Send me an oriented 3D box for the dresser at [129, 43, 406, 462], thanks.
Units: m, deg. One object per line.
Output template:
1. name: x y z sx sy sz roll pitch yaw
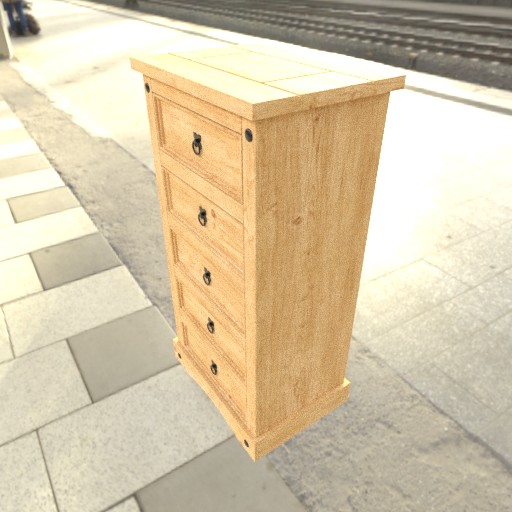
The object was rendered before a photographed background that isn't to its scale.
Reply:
1. dresser: 0.000 0.000 1.294 0.390 1.041 0.531 -21 39 -29
